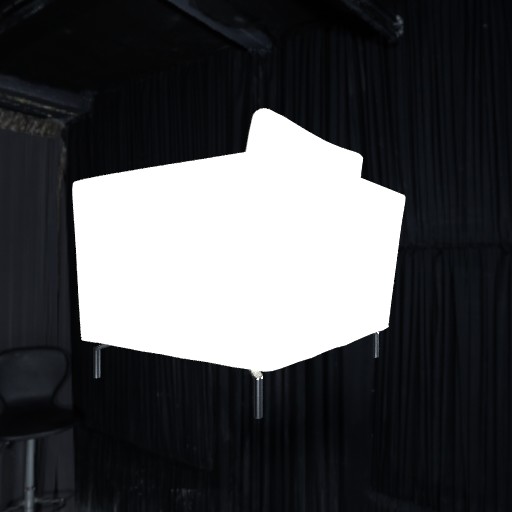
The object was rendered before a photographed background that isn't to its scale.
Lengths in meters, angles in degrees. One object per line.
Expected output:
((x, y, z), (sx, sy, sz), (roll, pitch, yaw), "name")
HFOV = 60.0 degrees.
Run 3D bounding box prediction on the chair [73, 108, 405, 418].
((0.000, 0.000, 1.730), (0.889, 0.865, 1.041), (0, -1, 35), "chair")
